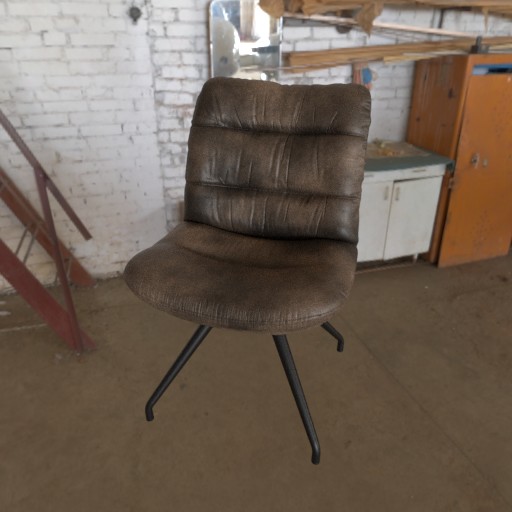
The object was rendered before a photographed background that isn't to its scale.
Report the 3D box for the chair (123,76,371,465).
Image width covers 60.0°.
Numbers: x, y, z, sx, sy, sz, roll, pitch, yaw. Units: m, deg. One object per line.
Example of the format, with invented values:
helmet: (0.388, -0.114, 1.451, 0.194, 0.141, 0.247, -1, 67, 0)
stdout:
chair: (0.000, 0.000, 1.224, 0.549, 0.870, 0.622, 8, 28, 15)
